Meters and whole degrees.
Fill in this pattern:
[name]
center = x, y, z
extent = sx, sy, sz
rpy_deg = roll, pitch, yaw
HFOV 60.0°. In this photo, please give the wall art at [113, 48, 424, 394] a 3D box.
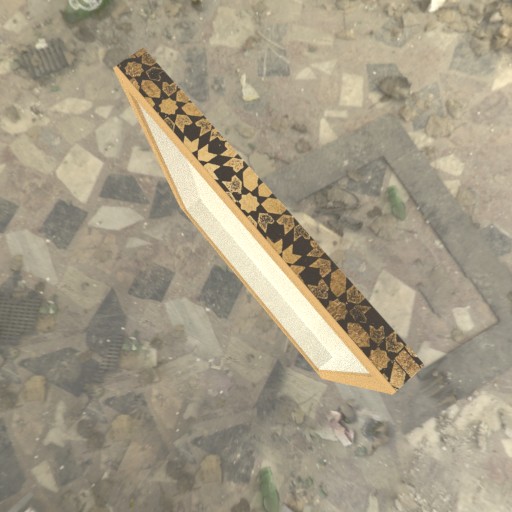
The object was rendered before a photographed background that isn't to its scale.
[wall art]
center = 0.000, 0.000, 0.605
extent = 0.038, 0.405, 0.405
rpy_deg = -39, 79, -9
